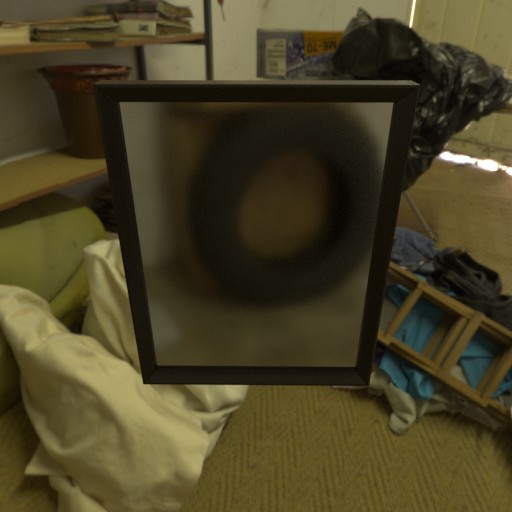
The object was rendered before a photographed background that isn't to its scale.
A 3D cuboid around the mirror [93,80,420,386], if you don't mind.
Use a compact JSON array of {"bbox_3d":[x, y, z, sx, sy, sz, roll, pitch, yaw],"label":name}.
[{"bbox_3d":[0.000,0.000,0.690,0.406,0.509,0.041,0,29,1],"label":"mirror"}]
